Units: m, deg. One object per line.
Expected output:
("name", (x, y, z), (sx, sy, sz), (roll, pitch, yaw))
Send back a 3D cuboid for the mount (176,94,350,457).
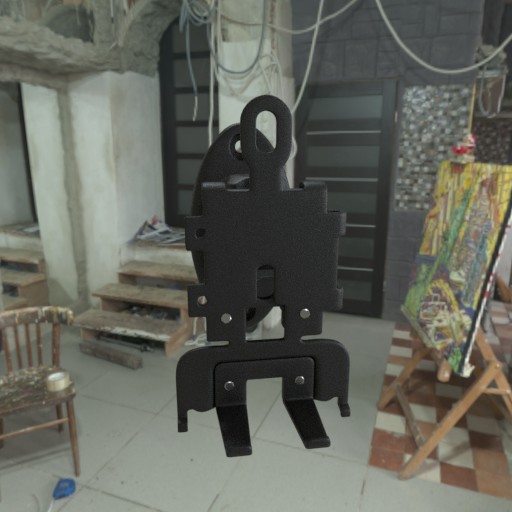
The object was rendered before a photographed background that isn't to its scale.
("mount", (0.000, 0.000, 0.178), (0.066, 0.118, 0.100), (-2, 14, -9))
